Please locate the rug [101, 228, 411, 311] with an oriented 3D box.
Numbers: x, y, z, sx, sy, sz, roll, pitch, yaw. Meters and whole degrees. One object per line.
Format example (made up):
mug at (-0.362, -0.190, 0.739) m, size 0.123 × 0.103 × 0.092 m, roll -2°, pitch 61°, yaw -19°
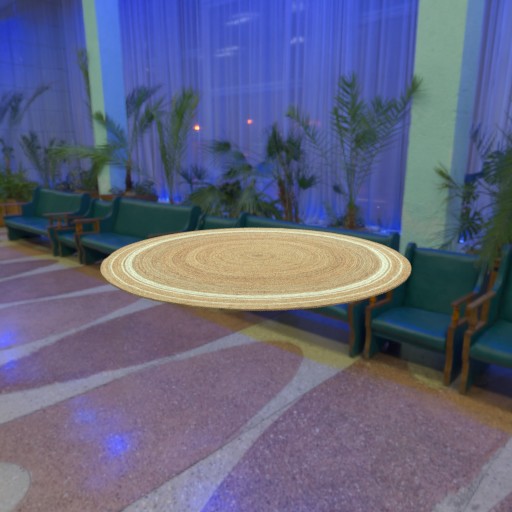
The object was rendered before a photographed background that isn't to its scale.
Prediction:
rug at (0.000, 0.000, 3.684) m, size 2.444 × 0.015 × 2.444 m, roll 0°, pitch 14°, yaw 0°
